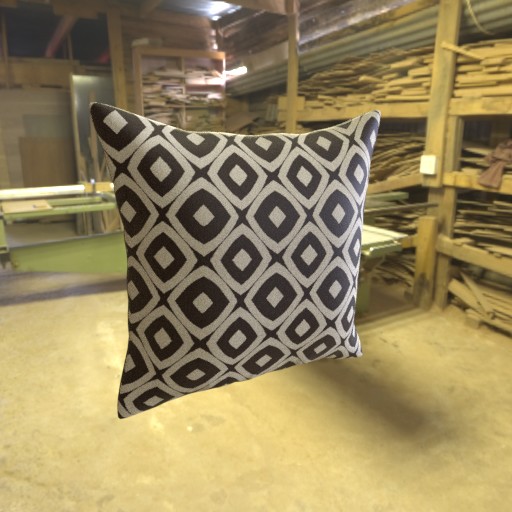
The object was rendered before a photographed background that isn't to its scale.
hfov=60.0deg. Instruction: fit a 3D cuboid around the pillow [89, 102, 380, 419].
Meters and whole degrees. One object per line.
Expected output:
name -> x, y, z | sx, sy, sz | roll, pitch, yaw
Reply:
pillow -> 0.000, 0.000, 0.770 | 0.504, 0.494, 0.188 | -7, 17, -25
